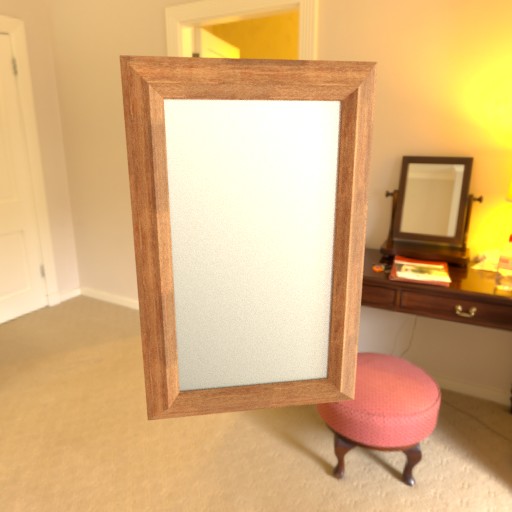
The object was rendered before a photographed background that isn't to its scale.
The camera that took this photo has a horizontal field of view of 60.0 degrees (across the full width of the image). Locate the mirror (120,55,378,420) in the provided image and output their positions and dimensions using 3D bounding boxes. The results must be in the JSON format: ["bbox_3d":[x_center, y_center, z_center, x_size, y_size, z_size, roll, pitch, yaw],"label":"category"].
[{"bbox_3d":[0.000,0.000,1.222,0.651,1.010,0.047,-3,16,-9],"label":"mirror"}]
